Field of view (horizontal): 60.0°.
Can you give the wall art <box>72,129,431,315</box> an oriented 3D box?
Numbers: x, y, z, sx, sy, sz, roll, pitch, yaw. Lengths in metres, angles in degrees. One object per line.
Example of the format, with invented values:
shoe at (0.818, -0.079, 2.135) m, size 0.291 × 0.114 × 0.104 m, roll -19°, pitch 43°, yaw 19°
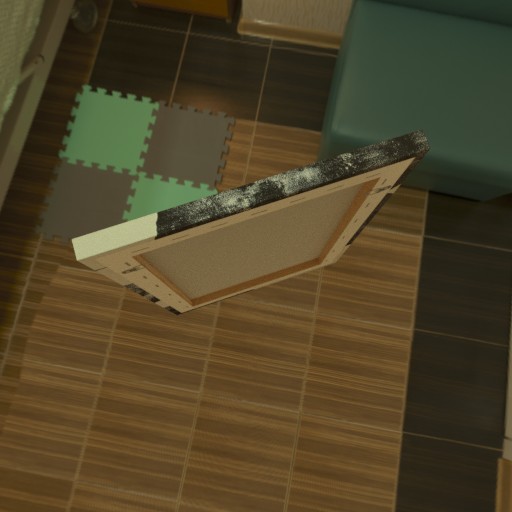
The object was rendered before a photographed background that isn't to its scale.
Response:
wall art at (0.000, 0.000, 1.173) m, size 0.610 × 0.915 × 0.041 m, roll -18°, pitch 78°, yaw -4°
